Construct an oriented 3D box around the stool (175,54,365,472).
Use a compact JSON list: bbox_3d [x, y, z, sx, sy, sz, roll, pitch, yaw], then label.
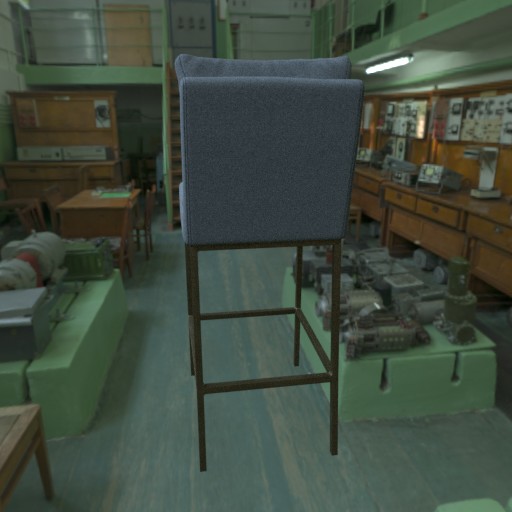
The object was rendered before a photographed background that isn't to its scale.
[{"bbox_3d":[0.000,0.000,1.406,0.463,1.130,0.569,-3,17,-9],"label":"stool"}]
